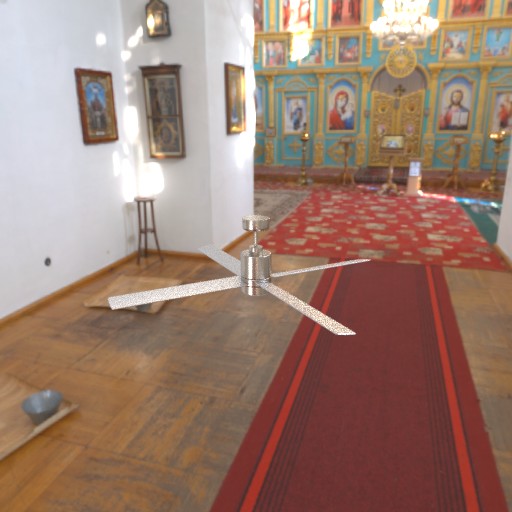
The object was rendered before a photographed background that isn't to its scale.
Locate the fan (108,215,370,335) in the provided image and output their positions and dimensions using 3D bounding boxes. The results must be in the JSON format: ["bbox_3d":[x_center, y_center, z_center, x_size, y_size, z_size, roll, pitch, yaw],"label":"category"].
[{"bbox_3d":[0.000,0.000,2.029,1.322,0.355,1.322,-8,18,-27],"label":"fan"}]
